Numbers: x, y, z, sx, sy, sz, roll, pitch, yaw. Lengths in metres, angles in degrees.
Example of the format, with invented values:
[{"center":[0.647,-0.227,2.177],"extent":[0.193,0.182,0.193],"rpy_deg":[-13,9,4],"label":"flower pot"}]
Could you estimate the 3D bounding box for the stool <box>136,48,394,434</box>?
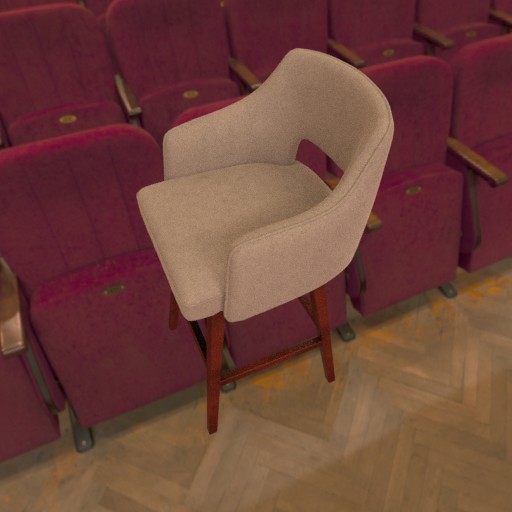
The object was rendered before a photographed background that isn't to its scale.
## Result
[{"center":[0.000,0.000,1.315],"extent":[0.558,1.012,0.548],"rpy_deg":[-18,49,-17],"label":"stool"}]
